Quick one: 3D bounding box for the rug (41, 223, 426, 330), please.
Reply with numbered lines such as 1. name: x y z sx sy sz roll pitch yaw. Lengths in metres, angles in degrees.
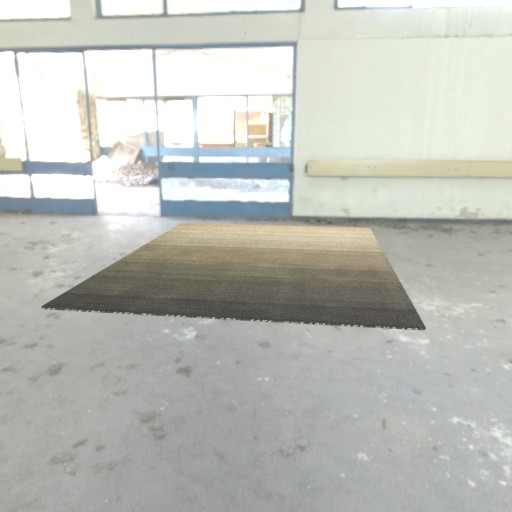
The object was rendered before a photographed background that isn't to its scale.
1. rug: 0.000 0.000 3.970 2.305 0.017 2.902 2 15 8
